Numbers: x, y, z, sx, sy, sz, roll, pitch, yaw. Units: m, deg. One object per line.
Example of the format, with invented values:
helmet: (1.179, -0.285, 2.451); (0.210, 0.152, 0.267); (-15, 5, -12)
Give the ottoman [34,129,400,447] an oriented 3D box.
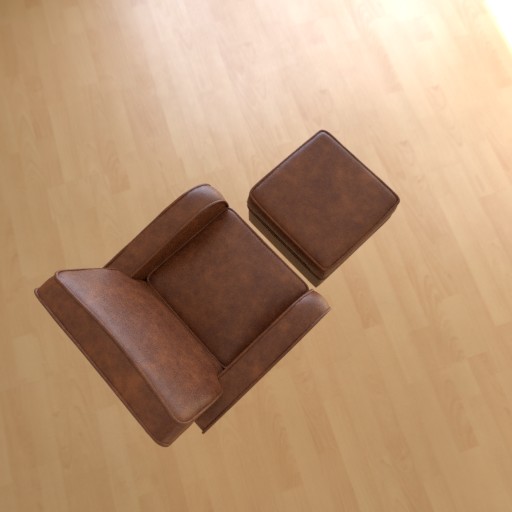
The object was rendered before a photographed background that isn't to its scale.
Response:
ottoman: (0.000, 0.000, 1.817); (1.314, 0.904, 0.732); (-42, 79, -10)
